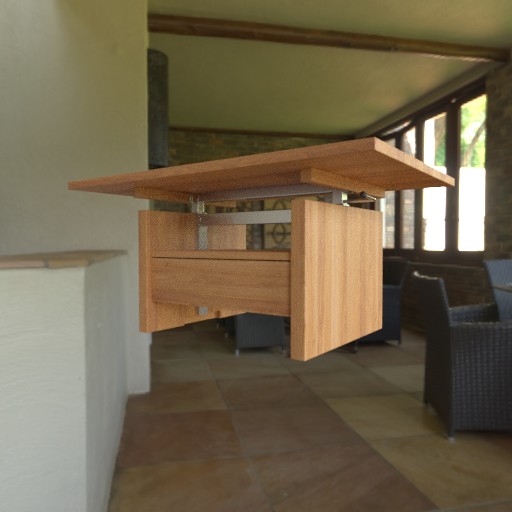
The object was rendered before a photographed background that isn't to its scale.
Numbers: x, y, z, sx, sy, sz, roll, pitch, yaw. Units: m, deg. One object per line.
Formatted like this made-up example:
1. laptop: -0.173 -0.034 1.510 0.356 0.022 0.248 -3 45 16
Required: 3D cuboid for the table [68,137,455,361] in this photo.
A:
1. table: 0.000 0.000 1.499 1.100 0.510 0.700 1 2 36
